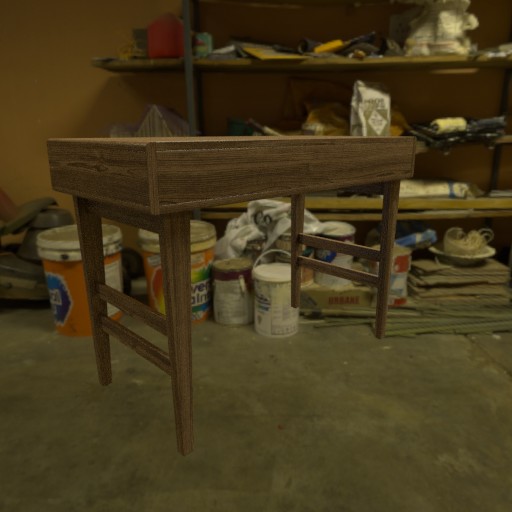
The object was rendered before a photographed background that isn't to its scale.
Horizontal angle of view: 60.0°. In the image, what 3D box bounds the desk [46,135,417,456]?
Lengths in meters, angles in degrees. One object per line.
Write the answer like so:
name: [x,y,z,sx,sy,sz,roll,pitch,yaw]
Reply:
desk: [0.000,0.000,1.462,1.067,0.755,0.508,-15,21,-42]
